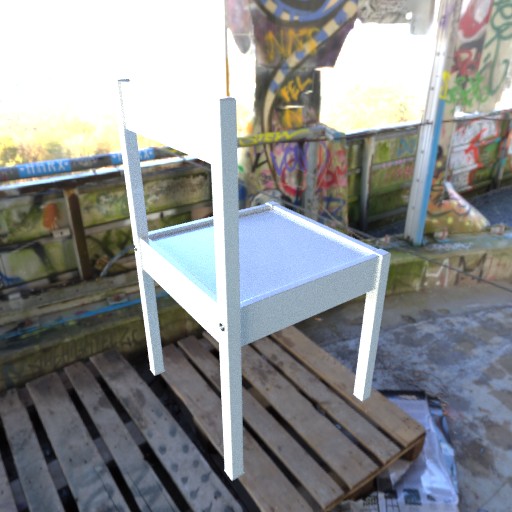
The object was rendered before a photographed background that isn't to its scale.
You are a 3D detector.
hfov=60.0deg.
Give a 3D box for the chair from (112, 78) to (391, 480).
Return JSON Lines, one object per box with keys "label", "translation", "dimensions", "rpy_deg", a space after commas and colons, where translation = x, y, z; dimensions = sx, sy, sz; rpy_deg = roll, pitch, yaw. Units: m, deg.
{"label": "chair", "translation": [0.000, 0.000, 0.684], "dimensions": [0.285, 0.505, 0.285], "rpy_deg": [-17, 31, -31]}
